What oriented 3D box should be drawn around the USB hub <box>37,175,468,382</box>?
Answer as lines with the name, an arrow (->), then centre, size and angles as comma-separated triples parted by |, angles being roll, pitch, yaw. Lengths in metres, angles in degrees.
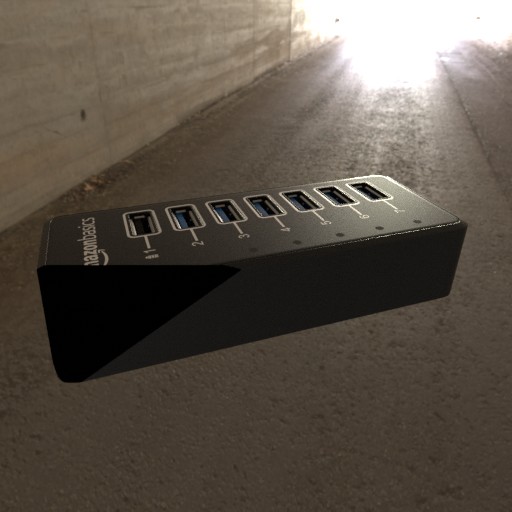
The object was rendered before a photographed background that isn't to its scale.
USB hub -> 0.000, 0.000, 0.127 | 0.110, 0.023, 0.044 | -10, 31, -17
